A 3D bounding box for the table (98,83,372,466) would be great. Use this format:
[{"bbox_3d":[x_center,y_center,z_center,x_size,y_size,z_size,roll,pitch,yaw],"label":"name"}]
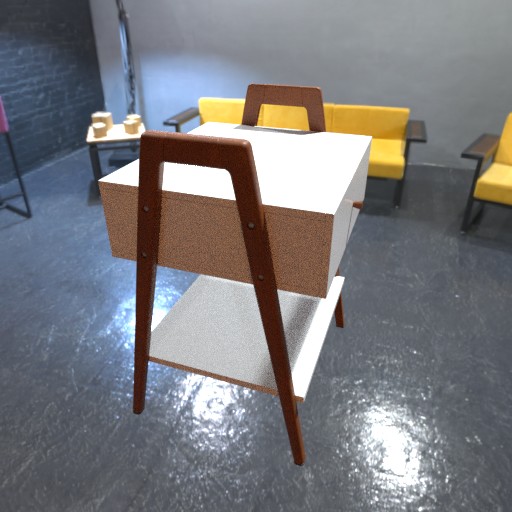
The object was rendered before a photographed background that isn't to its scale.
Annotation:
[{"bbox_3d":[0.000,0.000,0.928,0.405,0.610,0.457,10,32,17],"label":"table"}]
